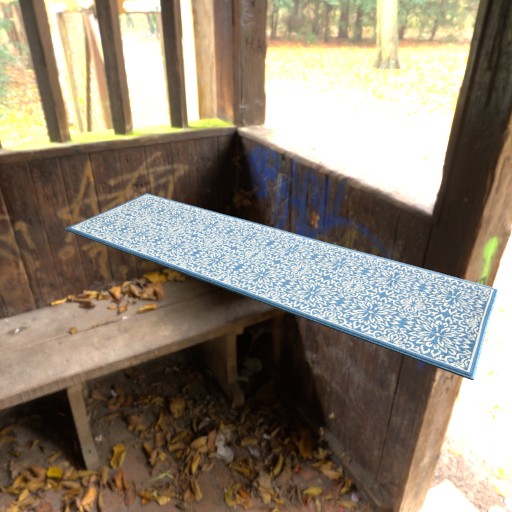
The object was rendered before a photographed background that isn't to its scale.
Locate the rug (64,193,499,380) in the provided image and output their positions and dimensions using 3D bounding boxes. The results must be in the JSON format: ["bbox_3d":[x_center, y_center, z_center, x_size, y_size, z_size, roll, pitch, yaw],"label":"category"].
[{"bbox_3d":[0.000,0.000,2.278,2.196,0.011,0.662,17,34,28],"label":"rug"}]
